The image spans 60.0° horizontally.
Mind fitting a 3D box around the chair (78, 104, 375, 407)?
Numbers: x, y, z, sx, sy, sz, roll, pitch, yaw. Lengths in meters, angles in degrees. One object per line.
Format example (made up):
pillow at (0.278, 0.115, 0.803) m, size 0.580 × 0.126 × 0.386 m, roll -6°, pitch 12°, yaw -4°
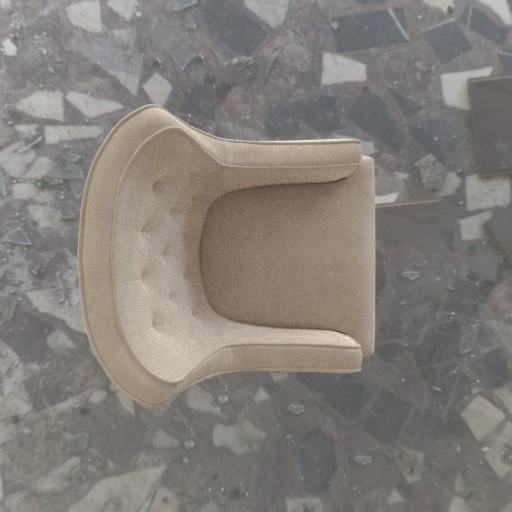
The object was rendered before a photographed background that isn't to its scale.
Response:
chair at (0.000, 0.000, 1.558) m, size 0.910 × 0.920 × 0.781 m, roll 0°, pitch 90°, yaw -1°
